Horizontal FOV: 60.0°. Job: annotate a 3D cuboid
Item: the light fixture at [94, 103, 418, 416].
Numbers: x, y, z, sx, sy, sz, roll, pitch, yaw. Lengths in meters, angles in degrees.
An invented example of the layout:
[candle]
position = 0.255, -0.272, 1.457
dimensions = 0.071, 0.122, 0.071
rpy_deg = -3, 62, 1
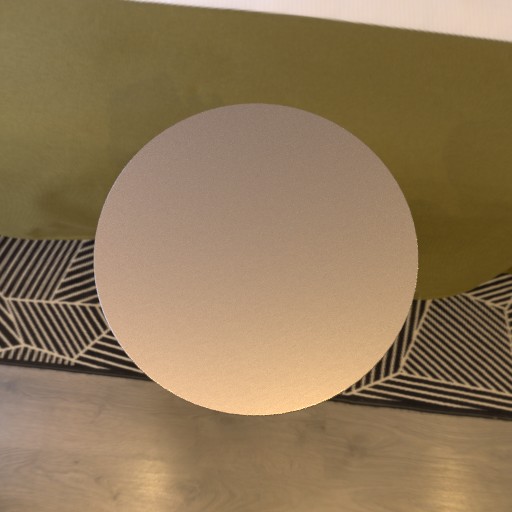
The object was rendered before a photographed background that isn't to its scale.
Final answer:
[light fixture]
position = 0.000, 0.000, 0.550
dimensions = 0.368, 0.100, 0.368
rpy_deg = 0, 75, 0
